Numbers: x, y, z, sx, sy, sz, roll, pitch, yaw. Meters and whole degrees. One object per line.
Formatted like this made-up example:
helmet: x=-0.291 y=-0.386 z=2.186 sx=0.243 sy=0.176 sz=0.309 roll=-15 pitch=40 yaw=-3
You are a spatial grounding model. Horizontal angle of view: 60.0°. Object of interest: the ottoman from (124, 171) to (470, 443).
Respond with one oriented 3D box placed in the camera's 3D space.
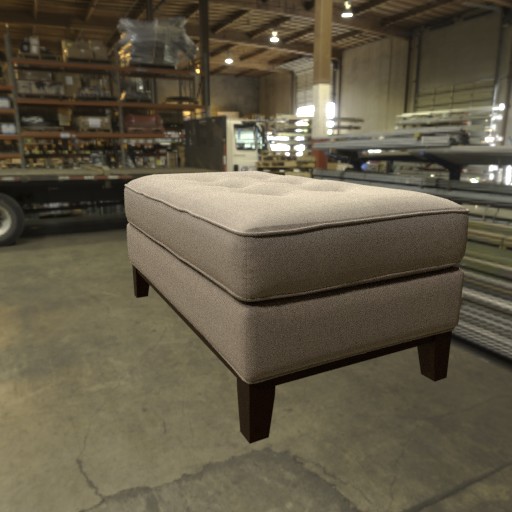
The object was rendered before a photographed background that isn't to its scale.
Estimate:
ottoman: x=0.000 y=0.000 z=1.479 sx=0.648 sy=0.508 sz=1.143 roll=-7 pitch=16 yaw=-27
